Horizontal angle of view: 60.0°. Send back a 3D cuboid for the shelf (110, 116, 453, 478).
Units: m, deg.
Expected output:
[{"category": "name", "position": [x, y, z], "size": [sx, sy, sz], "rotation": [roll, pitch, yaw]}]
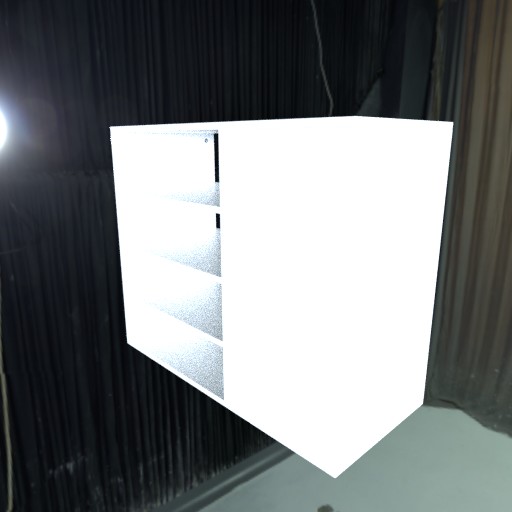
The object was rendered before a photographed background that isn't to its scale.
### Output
[{"category": "shelf", "position": [0.000, 0.000, 1.289], "size": [0.396, 0.732, 0.895], "rotation": [-14, 20, -42]}]
